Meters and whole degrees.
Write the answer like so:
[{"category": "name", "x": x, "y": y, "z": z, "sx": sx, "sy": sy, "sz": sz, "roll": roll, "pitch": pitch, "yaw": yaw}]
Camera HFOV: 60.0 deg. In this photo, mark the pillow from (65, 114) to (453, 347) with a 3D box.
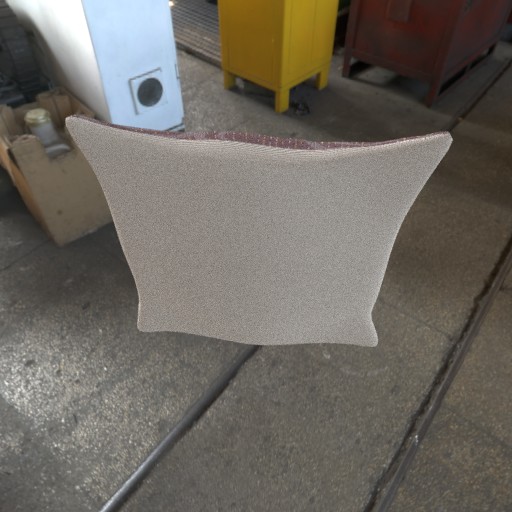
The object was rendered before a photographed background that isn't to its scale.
[{"category": "pillow", "x": 0.000, "y": 0.000, "z": 0.771, "sx": 0.514, "sy": 0.513, "sz": 0.163, "roll": 3, "pitch": 47, "yaw": 3}]
